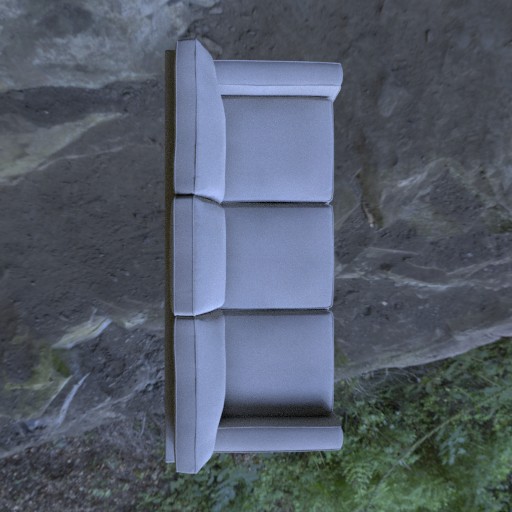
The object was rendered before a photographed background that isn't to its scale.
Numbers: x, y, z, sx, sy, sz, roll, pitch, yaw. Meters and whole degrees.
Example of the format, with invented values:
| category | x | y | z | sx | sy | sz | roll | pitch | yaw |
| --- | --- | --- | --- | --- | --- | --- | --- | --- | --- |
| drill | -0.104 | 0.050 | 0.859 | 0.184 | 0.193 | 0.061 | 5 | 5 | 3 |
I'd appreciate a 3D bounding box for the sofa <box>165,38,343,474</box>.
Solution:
| category | x | y | z | sx | sy | sz | roll | pitch | yaw |
| --- | --- | --- | --- | --- | --- | --- | --- | --- | --- |
| sofa | 0.000 | 0.000 | 2.479 | 0.935 | 0.862 | 2.088 | 0 | 90 | -2 |
